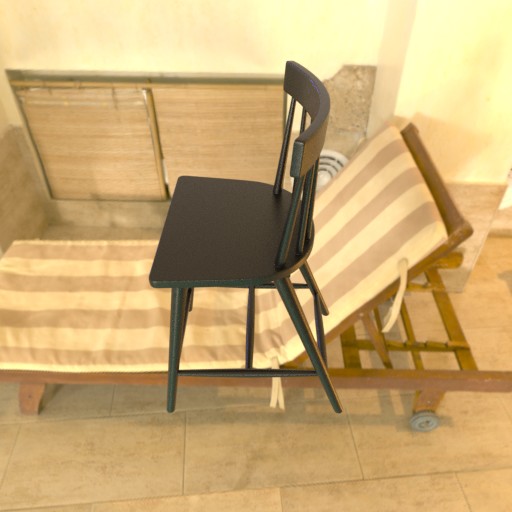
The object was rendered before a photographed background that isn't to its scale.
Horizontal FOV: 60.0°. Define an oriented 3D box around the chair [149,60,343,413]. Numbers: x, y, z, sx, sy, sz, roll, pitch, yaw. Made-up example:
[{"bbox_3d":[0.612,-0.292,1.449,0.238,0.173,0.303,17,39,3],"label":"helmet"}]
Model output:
[{"bbox_3d":[0.000,0.000,1.293,0.572,0.952,0.483,1,41,1],"label":"chair"}]
